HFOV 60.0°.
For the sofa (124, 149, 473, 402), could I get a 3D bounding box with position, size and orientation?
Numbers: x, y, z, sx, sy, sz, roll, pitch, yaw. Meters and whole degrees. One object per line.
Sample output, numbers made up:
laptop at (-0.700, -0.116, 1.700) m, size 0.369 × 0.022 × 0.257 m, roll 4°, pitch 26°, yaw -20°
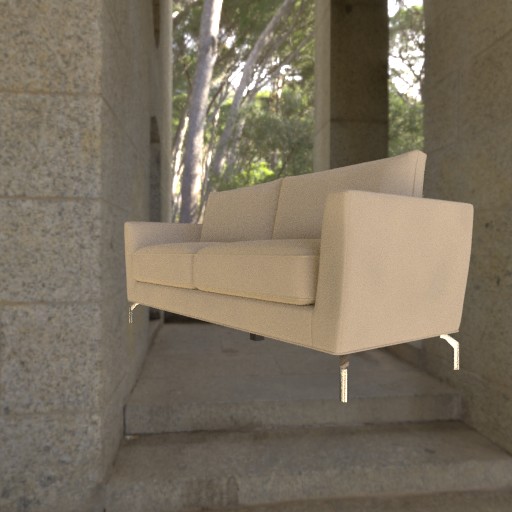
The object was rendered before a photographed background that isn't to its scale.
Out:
sofa at (0.000, 0.000, 2.648) m, size 0.868 × 1.005 × 2.214 m, roll -1°, pitch 1°, yaw -36°
